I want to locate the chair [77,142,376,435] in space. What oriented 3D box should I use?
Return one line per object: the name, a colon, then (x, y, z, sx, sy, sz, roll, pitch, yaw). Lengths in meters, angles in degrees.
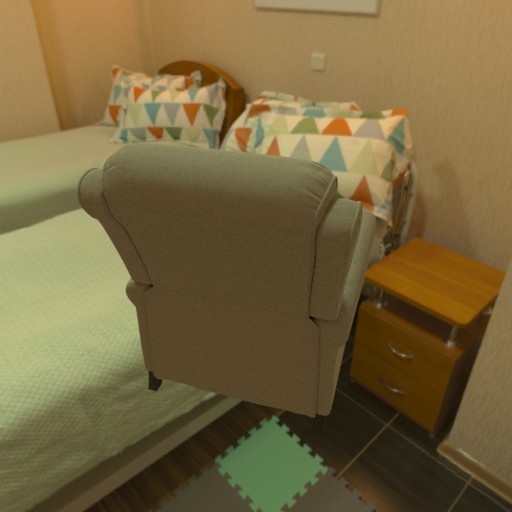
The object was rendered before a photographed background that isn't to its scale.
chair: (0.000, 0.000, 1.738, 0.859, 1.046, 0.919, 10, 33, 15)
